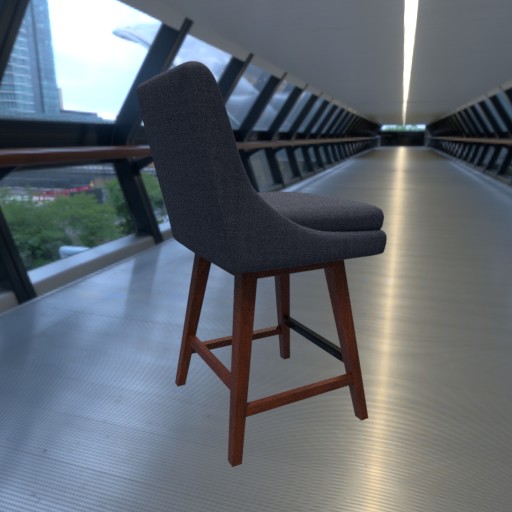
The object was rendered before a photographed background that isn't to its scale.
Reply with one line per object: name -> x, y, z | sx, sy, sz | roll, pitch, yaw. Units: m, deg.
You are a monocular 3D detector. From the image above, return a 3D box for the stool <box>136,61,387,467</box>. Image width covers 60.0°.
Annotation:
stool -> 0.000, 0.000, 1.203 | 0.524, 0.895, 0.467 | -7, 16, -27
